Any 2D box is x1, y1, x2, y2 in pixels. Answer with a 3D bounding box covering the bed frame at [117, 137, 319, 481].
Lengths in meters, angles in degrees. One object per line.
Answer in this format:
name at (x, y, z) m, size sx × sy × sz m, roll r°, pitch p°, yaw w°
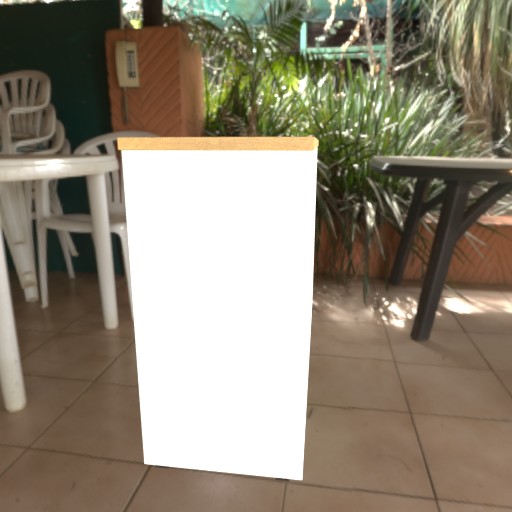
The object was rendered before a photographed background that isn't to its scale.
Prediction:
bed frame at (0.000, 0.000, 1.668) m, size 0.430 × 0.850 × 1.300 m, roll 2°, pitch 14°, yaw 8°
